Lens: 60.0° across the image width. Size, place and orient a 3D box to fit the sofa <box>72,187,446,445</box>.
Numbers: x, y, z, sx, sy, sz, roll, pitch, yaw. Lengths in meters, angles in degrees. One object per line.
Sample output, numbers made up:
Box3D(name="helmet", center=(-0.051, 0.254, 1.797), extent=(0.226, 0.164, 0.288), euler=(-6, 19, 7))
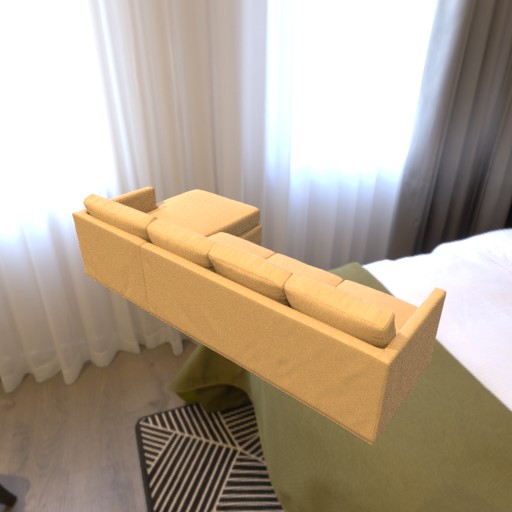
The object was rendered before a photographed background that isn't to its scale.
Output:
Box3D(name="sofa", center=(0.000, 0.000, 3.945), extent=(3.206, 0.871, 1.622), euler=(22, 36, 33))
